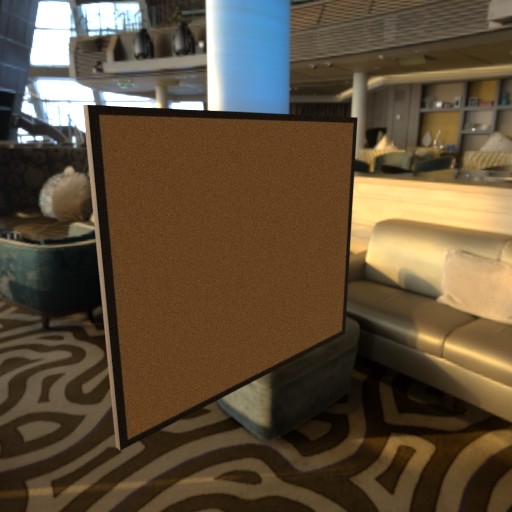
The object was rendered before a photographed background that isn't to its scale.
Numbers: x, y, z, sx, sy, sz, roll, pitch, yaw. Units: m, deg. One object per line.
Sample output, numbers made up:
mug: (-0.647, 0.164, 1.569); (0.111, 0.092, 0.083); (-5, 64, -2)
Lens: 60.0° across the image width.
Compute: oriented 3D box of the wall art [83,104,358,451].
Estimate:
wall art: (0.000, 0.000, 1.422); (1.033, 0.875, 0.023); (-14, 21, -42)
